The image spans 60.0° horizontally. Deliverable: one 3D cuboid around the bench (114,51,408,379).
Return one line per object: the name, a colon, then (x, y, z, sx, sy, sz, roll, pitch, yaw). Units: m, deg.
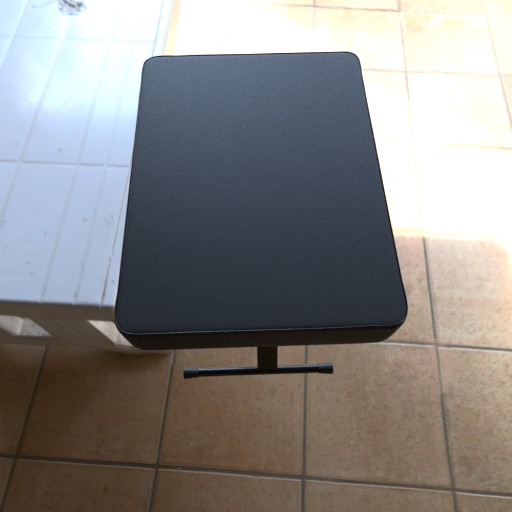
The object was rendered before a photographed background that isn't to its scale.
bench: (0.000, 0.000, 0.786, 0.321, 0.500, 0.424, -2, 64, -1)
